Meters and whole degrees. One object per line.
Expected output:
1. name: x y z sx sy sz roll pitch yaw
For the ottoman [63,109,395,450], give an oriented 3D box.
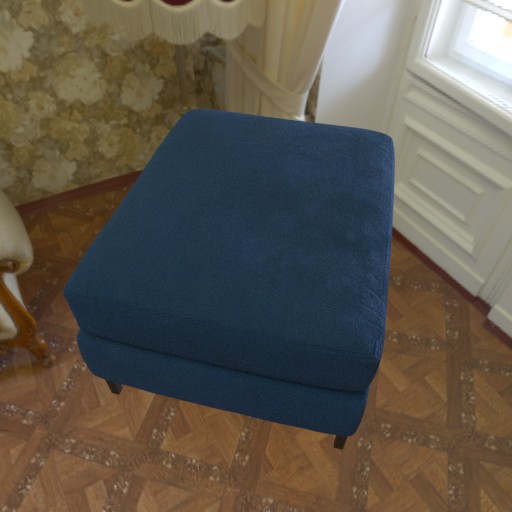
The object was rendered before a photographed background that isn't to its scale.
1. ottoman: 0.000 0.000 1.200 0.655 0.485 0.794 10 48 9
